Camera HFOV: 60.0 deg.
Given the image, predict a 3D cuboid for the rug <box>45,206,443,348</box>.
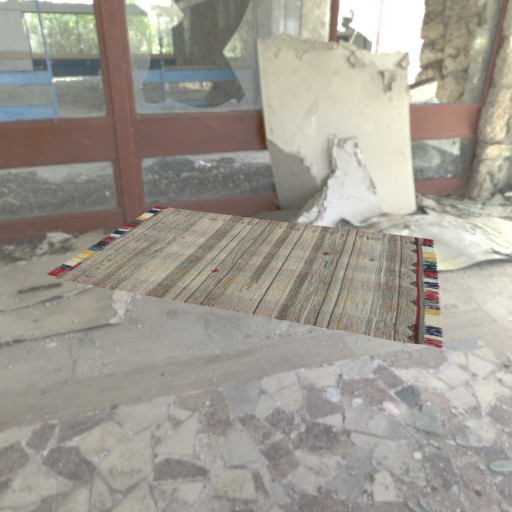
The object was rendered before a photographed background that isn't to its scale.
[{"bbox_3d":[0.000,0.000,3.164,2.465,0.012,1.465,8,27,17],"label":"rug"}]
